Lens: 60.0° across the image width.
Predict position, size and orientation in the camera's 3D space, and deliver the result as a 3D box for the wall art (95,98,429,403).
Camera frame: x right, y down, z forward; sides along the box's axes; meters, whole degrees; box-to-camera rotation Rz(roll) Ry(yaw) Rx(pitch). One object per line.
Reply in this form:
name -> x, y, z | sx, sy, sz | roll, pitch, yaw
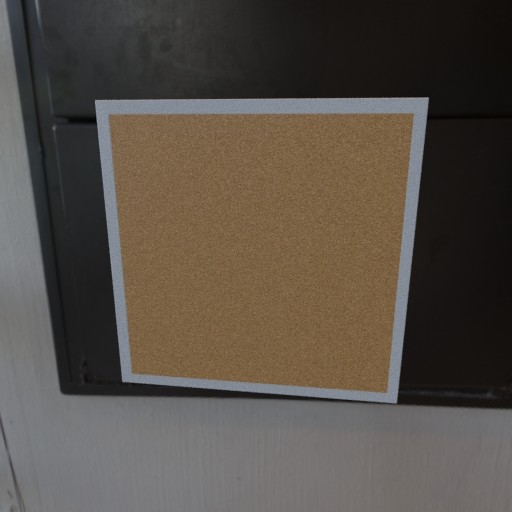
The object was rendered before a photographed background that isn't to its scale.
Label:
wall art -> 0.000, 0.000, 0.611 | 0.406, 0.406, 0.038 | 2, 17, 7
